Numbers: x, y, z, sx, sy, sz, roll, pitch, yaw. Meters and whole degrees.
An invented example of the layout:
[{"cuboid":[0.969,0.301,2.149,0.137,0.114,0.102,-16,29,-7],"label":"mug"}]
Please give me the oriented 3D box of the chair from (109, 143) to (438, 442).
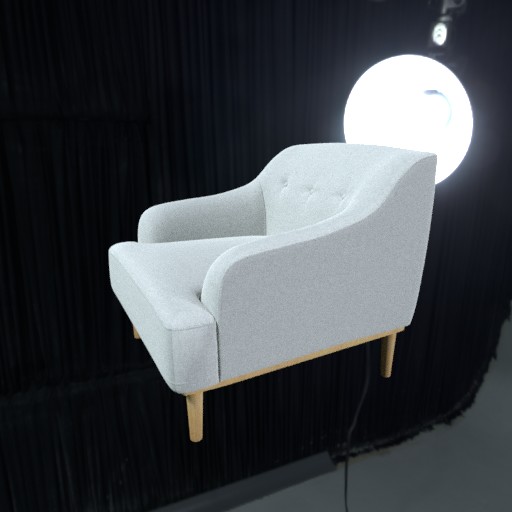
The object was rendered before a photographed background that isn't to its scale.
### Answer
[{"cuboid":[0.000,0.000,1.670,0.951,0.818,0.946,-8,17,-26],"label":"chair"}]
